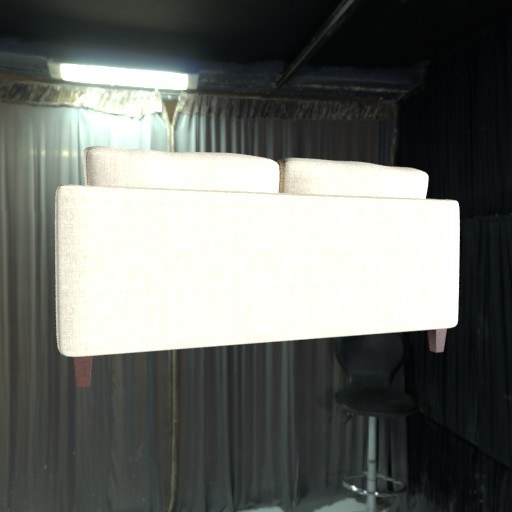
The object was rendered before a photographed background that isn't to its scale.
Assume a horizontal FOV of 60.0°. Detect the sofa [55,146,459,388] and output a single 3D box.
[{"bbox_3d":[0.000,0.000,2.361,1.884,0.963,0.950,-1,2,-19],"label":"sofa"}]
